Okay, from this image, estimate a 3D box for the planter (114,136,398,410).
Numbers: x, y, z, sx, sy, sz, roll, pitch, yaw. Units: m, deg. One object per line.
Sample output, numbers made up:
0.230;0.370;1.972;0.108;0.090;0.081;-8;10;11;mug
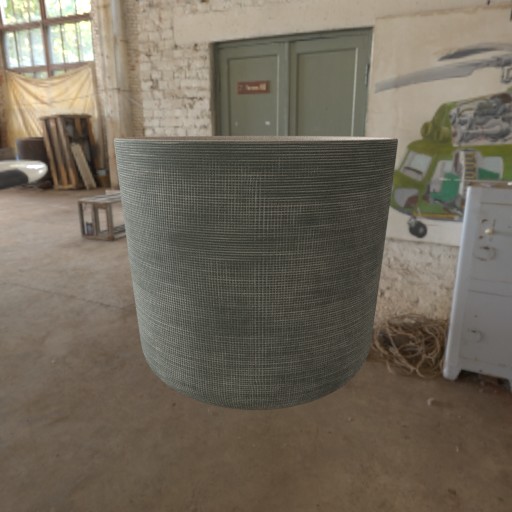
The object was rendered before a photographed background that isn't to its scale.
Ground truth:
0.000;0.000;0.772;0.440;0.398;0.440;0;16;0;planter
